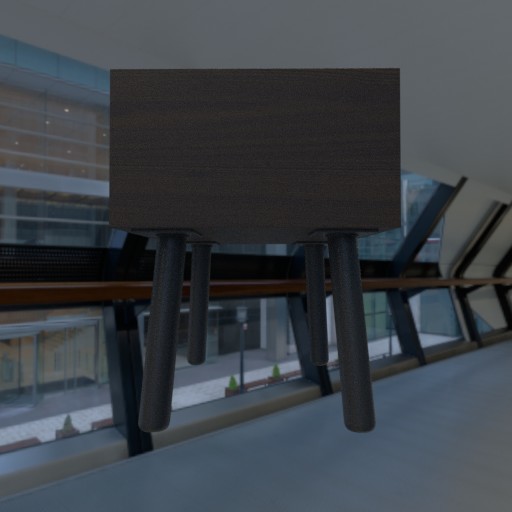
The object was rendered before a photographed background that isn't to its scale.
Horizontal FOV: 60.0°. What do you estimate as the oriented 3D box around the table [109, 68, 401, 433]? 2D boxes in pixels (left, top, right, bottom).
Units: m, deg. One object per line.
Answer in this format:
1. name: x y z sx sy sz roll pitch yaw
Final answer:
1. table: 0.000 0.000 0.786 0.370 0.470 0.450 0 -1 0
